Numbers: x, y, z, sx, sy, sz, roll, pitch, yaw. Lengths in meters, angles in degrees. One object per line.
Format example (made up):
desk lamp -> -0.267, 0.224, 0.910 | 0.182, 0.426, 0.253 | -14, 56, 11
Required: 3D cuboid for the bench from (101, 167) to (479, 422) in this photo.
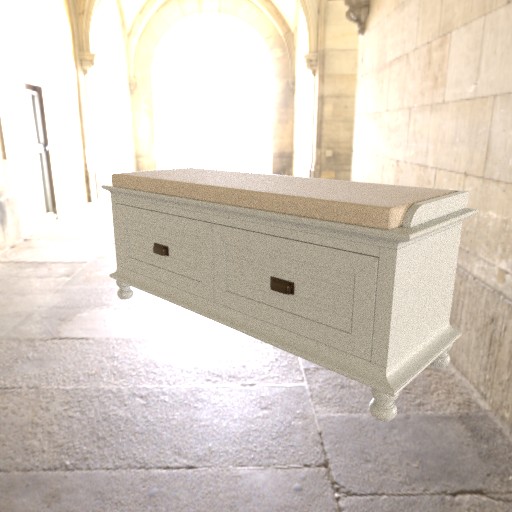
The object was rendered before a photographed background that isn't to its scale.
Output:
bench -> 0.000, 0.000, 1.434 | 1.185, 0.486, 0.402 | 14, 21, 41
